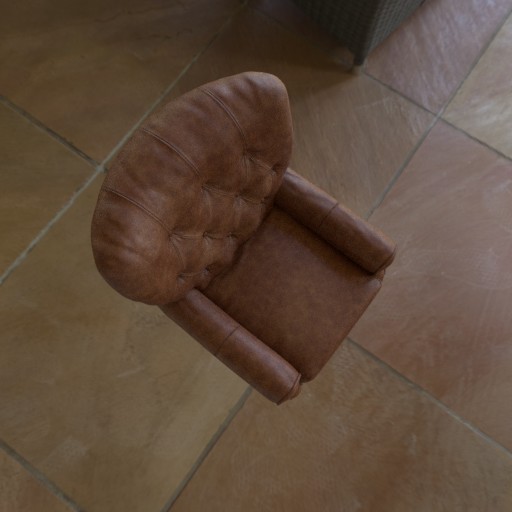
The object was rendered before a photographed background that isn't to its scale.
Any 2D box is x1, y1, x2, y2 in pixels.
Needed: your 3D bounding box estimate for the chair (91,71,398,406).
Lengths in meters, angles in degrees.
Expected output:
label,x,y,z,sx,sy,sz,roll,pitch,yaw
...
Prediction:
label,x,y,z,sx,sy,sz,roll,pitch,yaw
chair,0.000,0.000,1.957,1.059,1.164,0.951,38,79,9
